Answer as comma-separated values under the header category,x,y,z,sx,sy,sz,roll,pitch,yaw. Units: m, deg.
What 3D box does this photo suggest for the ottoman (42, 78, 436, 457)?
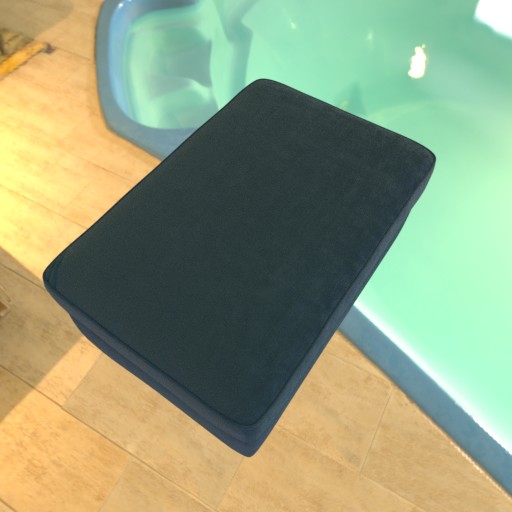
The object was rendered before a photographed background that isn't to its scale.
category,x,y,z,sx,sy,sz,roll,pitch,yaw
ottoman,0.000,0.000,1.212,0.583,0.484,0.862,31,63,18
